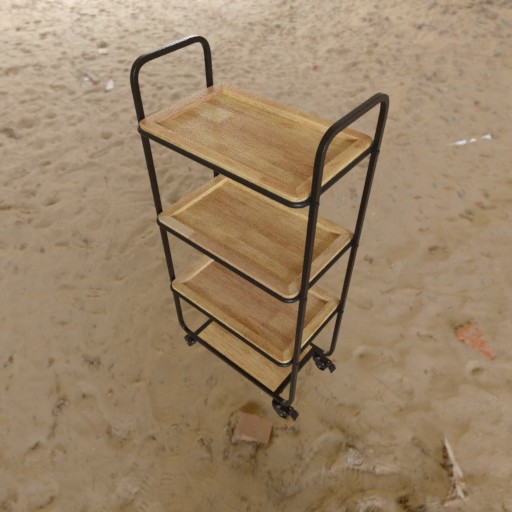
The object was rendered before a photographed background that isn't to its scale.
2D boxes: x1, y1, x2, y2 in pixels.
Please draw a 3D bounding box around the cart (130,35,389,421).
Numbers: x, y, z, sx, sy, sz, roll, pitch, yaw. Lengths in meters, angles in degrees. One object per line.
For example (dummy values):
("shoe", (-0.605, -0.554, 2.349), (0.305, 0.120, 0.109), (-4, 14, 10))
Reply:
("cart", (0.000, 0.000, 1.313), (0.545, 1.080, 0.321), (30, 52, 27))
